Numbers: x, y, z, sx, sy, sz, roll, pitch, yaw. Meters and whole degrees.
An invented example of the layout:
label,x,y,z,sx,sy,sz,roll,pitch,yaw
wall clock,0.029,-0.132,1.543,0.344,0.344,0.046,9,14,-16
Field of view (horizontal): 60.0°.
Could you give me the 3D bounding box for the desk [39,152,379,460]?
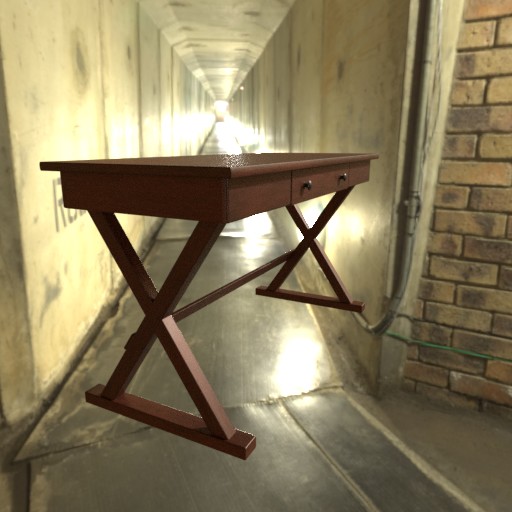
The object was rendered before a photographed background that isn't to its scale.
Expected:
label,x,y,z,sx,sy,sz,roll,pitch,yaw
desk,0.000,0.000,1.738,0.600,0.761,1.372,7,16,27
